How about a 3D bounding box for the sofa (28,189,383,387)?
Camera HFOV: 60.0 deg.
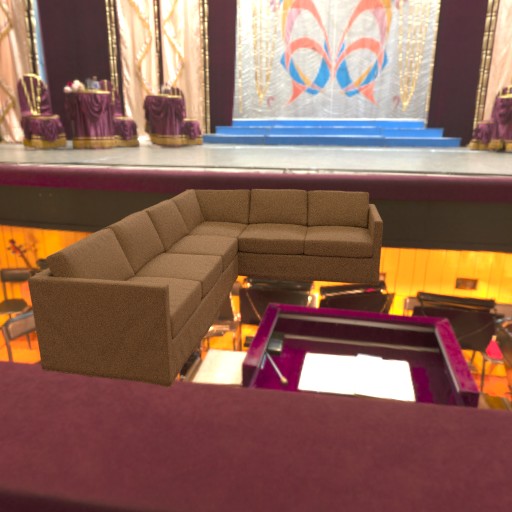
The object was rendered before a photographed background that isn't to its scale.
[{"bbox_3d":[0.000,0.000,4.188,2.432,0.871,3.182,3,17,9],"label":"sofa"}]
